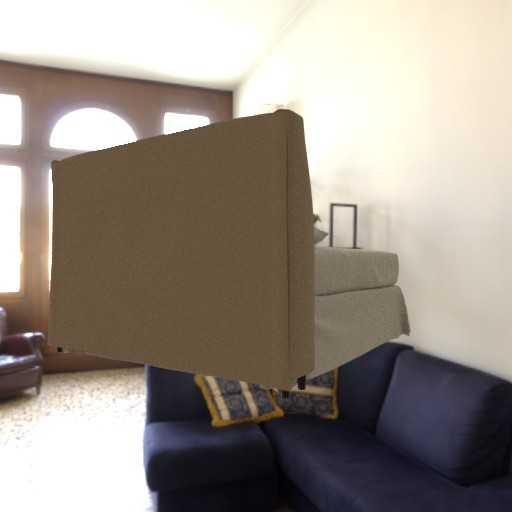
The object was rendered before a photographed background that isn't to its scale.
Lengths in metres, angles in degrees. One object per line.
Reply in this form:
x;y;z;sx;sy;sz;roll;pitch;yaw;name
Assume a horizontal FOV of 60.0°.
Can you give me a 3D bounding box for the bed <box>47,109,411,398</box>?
0.000;0.000;3.434;1.925;1.332;2.276;0;-1;34;bed
